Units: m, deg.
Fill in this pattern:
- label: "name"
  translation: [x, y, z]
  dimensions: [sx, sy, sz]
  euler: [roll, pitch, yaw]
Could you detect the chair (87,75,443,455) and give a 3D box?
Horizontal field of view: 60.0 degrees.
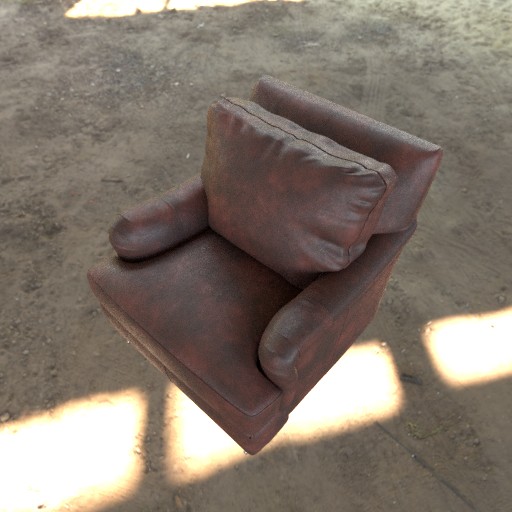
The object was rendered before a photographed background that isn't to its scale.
- label: "chair"
  translation: [0.000, 0.000, 1.914]
  dimensions: [0.987, 1.051, 1.156]
  euler: [34, 56, 27]
